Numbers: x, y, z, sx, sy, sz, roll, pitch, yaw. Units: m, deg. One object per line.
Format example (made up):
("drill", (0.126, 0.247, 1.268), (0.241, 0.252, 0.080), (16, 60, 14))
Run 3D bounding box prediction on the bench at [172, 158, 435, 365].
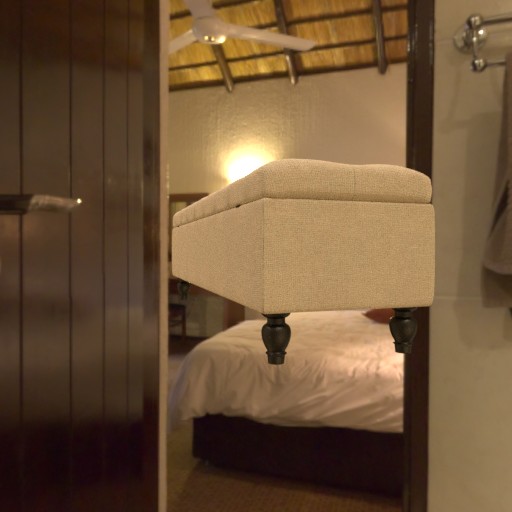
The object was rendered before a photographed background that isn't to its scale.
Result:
("bench", (0.000, 0.000, 1.708), (0.455, 0.467, 1.480), (0, 1, -18))
